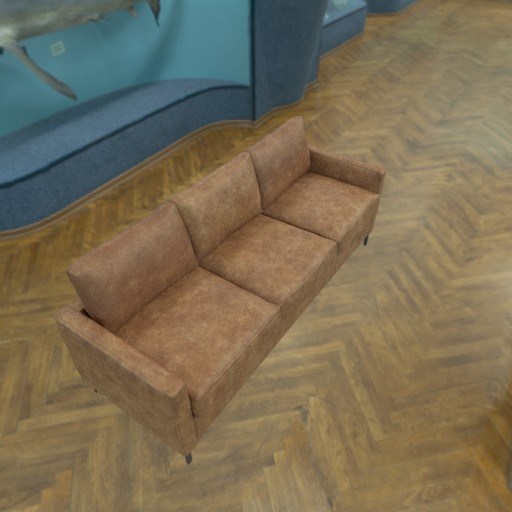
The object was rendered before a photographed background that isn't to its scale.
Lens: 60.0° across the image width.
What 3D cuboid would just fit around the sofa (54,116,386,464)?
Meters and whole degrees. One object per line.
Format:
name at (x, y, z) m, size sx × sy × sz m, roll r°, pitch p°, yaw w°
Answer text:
sofa at (0.000, 0.000, 2.480) m, size 0.748 × 0.863 × 2.029 m, roll 25°, pitch 47°, yaw 26°
